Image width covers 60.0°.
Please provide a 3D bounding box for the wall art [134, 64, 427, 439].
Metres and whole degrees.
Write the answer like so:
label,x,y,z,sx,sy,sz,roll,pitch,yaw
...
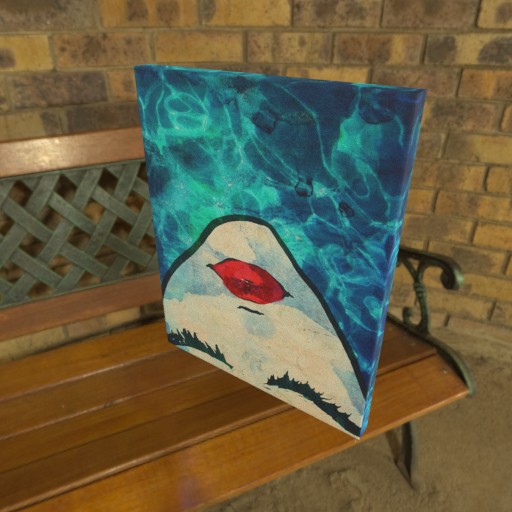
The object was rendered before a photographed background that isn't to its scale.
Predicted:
label,x,y,z,sx,sy,sz,roll,pitch,yaw
wall art,0.000,0.000,0.836,0.508,0.635,0.038,19,34,30
